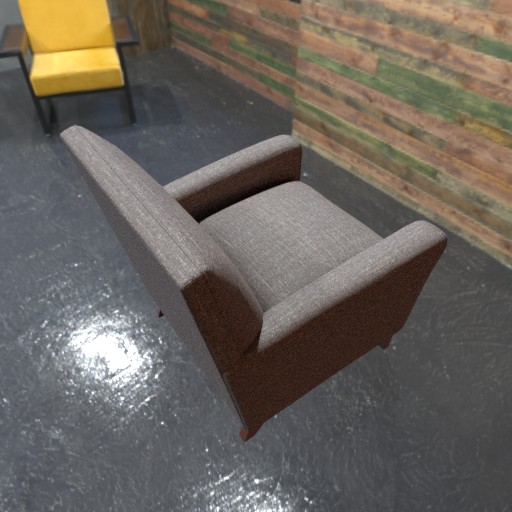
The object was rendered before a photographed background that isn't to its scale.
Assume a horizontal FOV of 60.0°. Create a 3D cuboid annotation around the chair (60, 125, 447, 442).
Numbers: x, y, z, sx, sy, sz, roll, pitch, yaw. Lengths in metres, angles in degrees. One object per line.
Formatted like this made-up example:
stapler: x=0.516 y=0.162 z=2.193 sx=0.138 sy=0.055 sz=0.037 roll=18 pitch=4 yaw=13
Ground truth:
chair: x=0.000 y=0.000 z=1.533 sx=0.875 sy=0.885 sz=0.838 roll=-25 pitch=48 yaw=-25
